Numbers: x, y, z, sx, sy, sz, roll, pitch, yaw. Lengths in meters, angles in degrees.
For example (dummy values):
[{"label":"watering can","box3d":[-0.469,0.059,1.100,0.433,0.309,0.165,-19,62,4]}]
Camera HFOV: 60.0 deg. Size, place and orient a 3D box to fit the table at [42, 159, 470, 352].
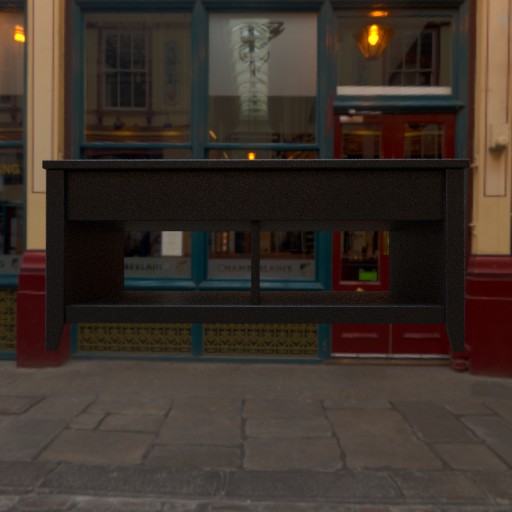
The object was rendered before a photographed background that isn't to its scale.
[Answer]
[{"label":"table","box3d":[0.000,0.000,1.291,1.016,0.457,0.483,0,0,1]}]
